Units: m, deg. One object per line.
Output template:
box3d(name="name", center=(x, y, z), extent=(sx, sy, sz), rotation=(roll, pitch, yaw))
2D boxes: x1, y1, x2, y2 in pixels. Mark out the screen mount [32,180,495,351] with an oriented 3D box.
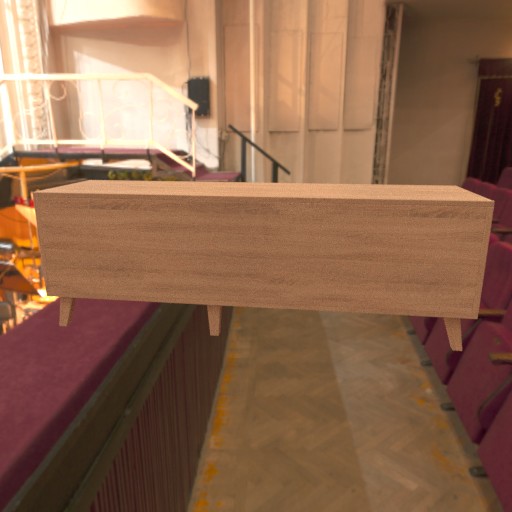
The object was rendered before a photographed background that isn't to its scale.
box3d(name="screen mount", center=(0.000, 0.000, 1.687), extent=(1.500, 0.510, 0.400), rotation=(2, 16, 8))
